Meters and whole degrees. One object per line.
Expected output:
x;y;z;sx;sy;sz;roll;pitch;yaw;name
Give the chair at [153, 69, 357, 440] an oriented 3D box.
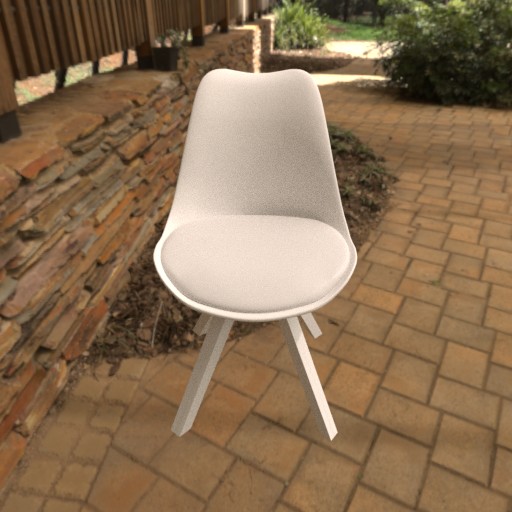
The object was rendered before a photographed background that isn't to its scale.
0.000;0.000;1.176;0.485;0.850;0.550;1;31;1;chair
